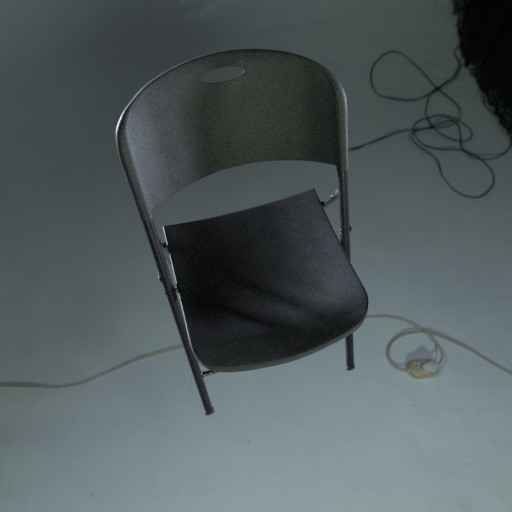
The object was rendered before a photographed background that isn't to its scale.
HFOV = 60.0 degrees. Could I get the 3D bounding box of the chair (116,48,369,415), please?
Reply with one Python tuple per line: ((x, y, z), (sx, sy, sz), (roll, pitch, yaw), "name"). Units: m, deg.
((0.000, 0.000, 1.143), (0.494, 0.810, 0.566), (-15, 64, -8), "chair")
